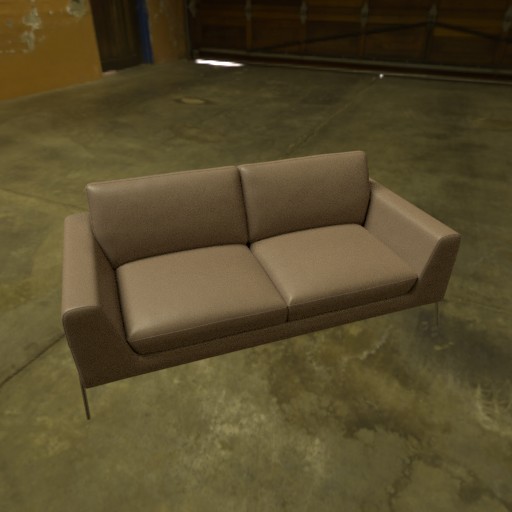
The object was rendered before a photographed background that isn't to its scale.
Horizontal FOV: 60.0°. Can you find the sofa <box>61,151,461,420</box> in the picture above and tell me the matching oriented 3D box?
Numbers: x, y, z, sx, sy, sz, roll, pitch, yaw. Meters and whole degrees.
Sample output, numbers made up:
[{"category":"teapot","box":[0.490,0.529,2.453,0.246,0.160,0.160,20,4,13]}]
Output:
[{"category":"sofa","box":[0.000,0.000,2.521,2.017,0.875,0.953,-10,33,-17]}]
